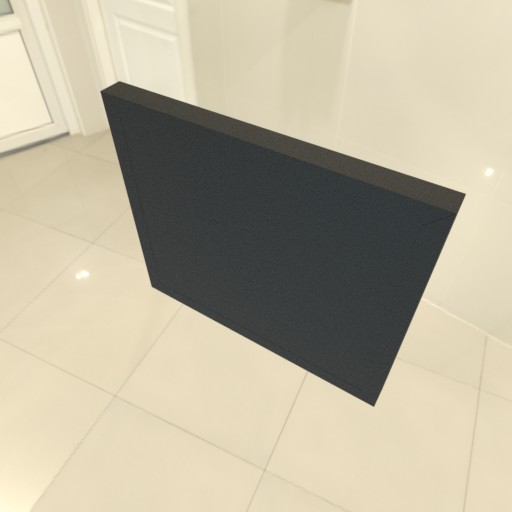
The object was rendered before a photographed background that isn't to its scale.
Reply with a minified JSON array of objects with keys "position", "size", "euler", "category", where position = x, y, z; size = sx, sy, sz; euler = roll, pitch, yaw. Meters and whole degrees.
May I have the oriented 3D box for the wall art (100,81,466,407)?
[{"position":[0.000,0.000,0.537],"size":[0.381,0.330,0.029],"euler":[24,51,22],"category":"wall art"}]
